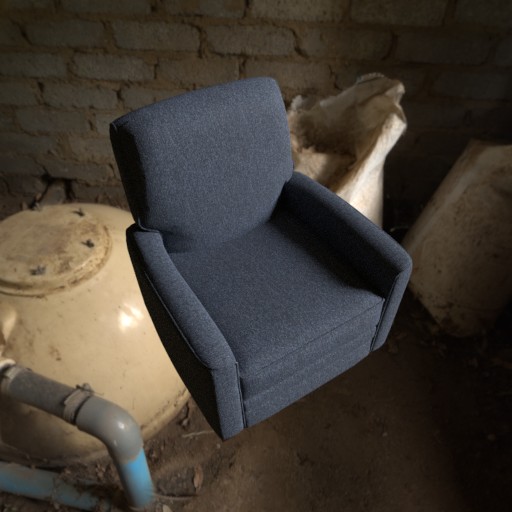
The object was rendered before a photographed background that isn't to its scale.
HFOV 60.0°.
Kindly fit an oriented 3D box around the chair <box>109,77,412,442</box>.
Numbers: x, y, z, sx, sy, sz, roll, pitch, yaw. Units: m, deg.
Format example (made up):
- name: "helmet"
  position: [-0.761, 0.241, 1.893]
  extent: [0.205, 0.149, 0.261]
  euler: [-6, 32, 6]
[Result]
- name: "chair"
  position: [0.000, 0.000, 1.681]
  extent: [0.839, 1.016, 0.850]
  euler: [-24, 51, -21]
